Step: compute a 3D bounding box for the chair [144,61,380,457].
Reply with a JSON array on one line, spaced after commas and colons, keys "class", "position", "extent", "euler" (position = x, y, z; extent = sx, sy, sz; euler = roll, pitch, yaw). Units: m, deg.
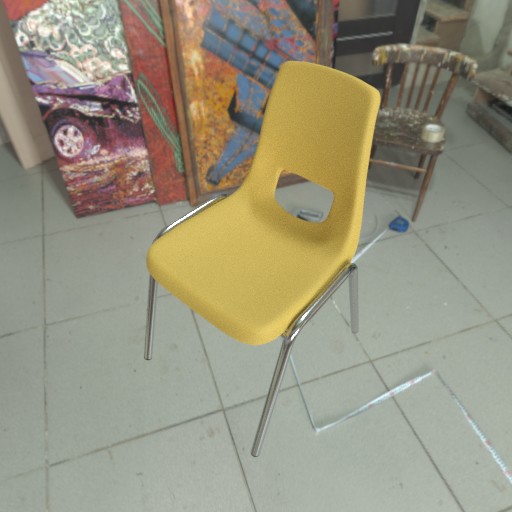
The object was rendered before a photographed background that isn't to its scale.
[{"class": "chair", "position": [0.000, 0.000, 0.923], "extent": [0.381, 0.653, 0.436], "euler": [32, 53, 28]}]
